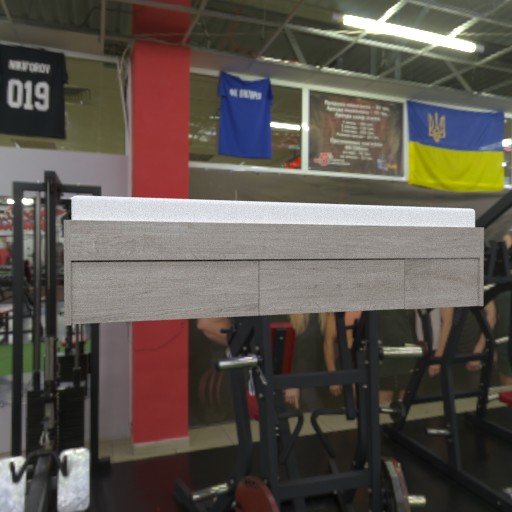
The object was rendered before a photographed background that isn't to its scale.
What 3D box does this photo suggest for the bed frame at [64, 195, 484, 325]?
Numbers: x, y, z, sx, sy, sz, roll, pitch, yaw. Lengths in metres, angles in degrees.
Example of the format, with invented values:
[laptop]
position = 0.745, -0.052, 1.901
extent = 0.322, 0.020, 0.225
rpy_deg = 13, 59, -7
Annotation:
[bed frame]
position = 0.000, 0.000, 2.627
extent = 1.944, 0.490, 1.448
rpy_deg = 0, 1, -17
